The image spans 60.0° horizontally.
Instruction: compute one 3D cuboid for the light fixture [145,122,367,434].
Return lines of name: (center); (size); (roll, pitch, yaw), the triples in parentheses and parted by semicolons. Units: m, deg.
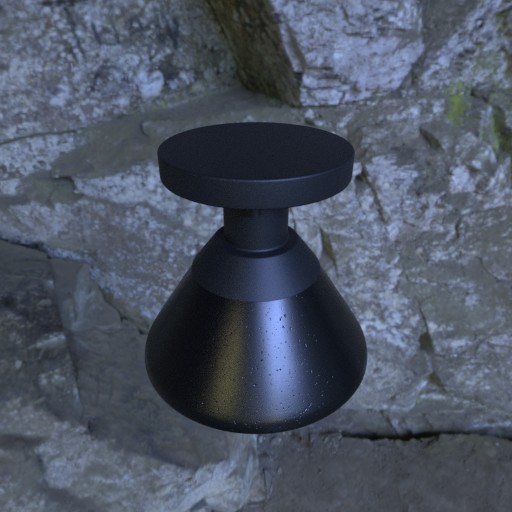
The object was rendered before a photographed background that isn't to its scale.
light fixture: (0.000, 0.000, 0.362); (0.200, 0.183, 0.200); (0, 30, 0)
